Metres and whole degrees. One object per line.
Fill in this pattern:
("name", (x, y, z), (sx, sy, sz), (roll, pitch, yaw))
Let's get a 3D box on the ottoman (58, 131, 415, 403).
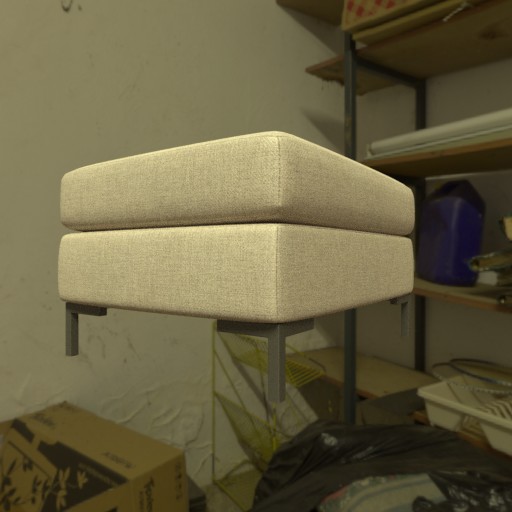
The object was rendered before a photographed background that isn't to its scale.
("ottoman", (0.000, 0.000, 1.228), (0.671, 0.490, 0.820), (0, 0, 35))
